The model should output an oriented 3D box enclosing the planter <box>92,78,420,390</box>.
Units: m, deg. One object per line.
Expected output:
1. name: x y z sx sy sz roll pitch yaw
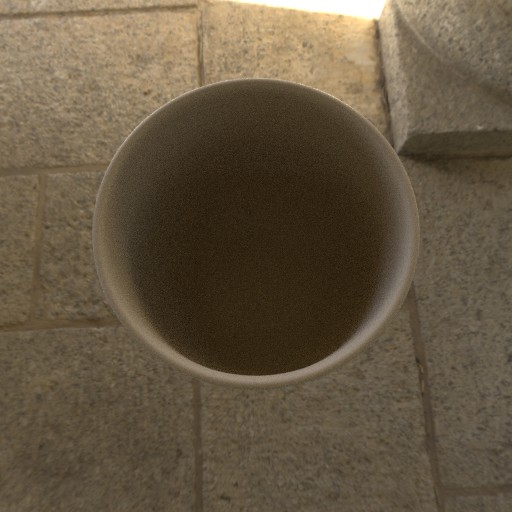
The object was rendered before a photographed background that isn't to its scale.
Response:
1. planter: 0.000 0.000 0.302 0.169 0.153 0.169 0 76 0
